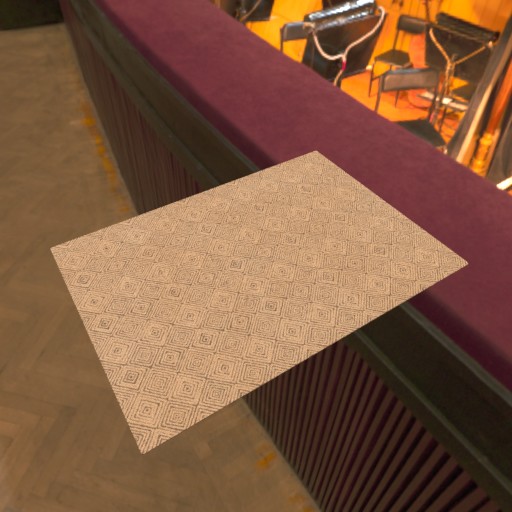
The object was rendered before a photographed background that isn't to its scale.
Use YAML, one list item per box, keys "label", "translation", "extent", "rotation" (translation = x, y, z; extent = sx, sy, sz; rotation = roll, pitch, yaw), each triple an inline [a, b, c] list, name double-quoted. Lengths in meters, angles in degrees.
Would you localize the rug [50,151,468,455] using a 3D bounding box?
- label: "rug"
  translation: [0.000, 0.000, 2.904]
  extent: [2.238, 0.008, 1.593]
  rotation: [-24, 50, -22]
